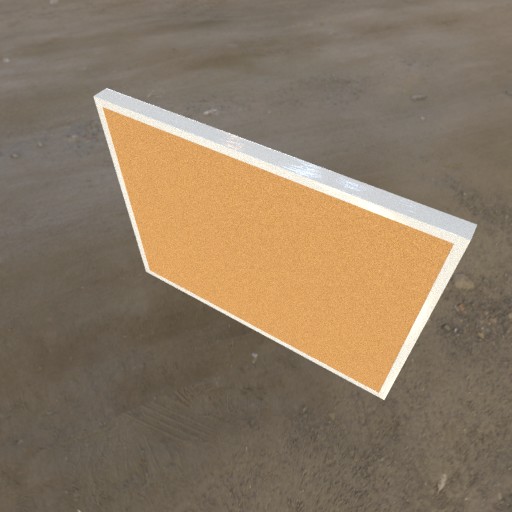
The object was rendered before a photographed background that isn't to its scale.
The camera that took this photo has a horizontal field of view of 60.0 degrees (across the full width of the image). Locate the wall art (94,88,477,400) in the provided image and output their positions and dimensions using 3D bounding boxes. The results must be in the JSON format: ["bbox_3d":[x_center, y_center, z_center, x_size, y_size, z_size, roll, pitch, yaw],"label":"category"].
[{"bbox_3d":[0.000,0.000,1.377,1.041,0.787,0.053,25,54,20],"label":"wall art"}]
